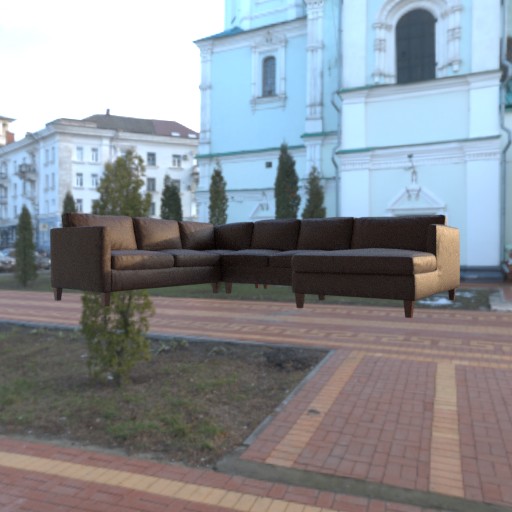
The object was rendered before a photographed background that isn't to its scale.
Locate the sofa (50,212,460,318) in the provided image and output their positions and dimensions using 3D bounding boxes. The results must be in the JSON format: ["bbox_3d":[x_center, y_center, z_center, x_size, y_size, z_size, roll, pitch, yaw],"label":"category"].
[{"bbox_3d":[0.000,0.000,4.596,3.460,0.923,2.593,1,1,36],"label":"sofa"}]
